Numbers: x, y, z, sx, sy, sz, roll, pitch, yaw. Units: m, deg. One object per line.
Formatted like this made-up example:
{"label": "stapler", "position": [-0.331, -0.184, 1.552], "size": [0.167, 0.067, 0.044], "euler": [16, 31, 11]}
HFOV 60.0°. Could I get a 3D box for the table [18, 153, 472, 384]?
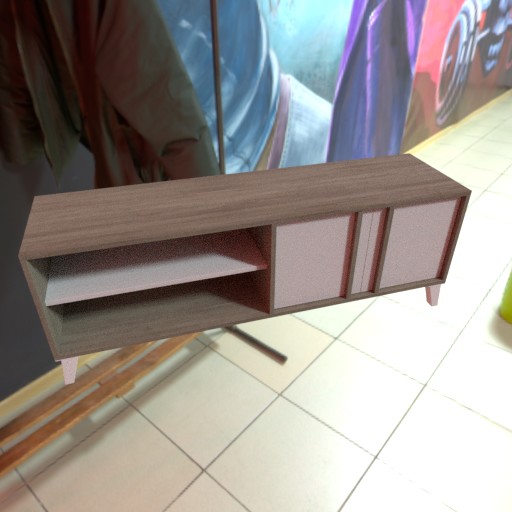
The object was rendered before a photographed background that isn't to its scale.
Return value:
{"label": "table", "position": [0.000, 0.000, 1.717], "size": [1.500, 0.530, 0.400], "euler": [-9, 34, -14]}
